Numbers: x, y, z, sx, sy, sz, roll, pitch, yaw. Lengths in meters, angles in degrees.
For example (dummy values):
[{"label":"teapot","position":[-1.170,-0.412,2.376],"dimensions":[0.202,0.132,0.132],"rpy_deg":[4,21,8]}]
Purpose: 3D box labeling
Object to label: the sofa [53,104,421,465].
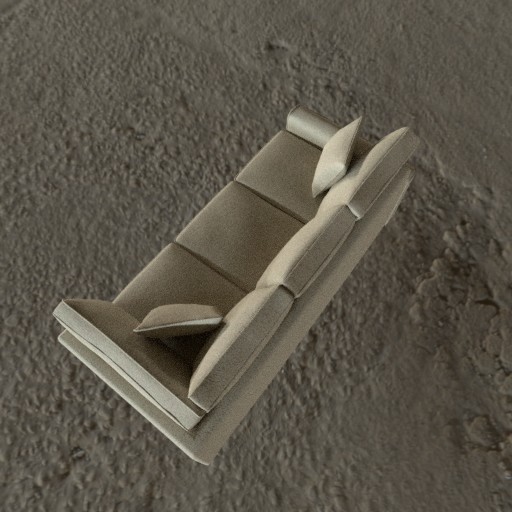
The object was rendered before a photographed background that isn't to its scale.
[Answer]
[{"label":"sofa","position":[0.000,0.000,2.898],"dimensions":[1.061,0.962,2.317],"rpy_deg":[34,68,16]}]
